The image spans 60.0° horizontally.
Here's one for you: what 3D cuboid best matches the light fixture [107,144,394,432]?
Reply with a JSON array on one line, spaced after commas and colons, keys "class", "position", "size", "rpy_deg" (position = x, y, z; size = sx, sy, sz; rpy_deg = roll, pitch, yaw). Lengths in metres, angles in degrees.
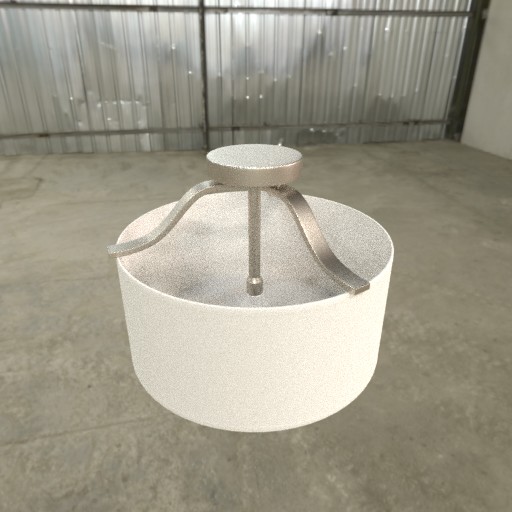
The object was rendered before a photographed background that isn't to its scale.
[{"class": "light fixture", "position": [0.000, 0.000, 0.653], "size": [0.395, 0.304, 0.395], "rpy_deg": [0, 27, 0]}]
